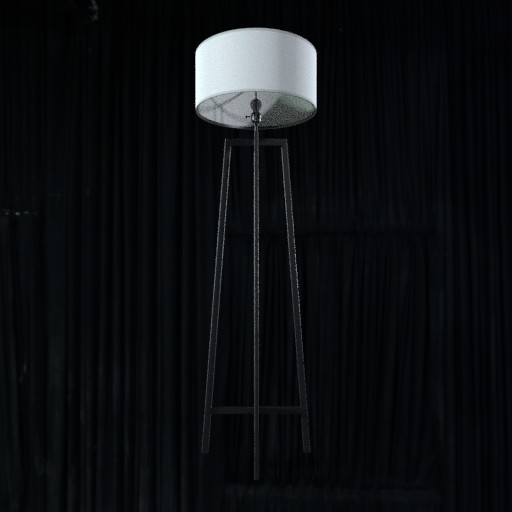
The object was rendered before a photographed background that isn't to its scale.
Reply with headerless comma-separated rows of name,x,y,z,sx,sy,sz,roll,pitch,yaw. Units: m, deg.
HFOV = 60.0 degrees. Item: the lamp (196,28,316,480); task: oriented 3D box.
lamp,0.000,0.000,1.699,0.456,1.510,0.457,0,1,-1
